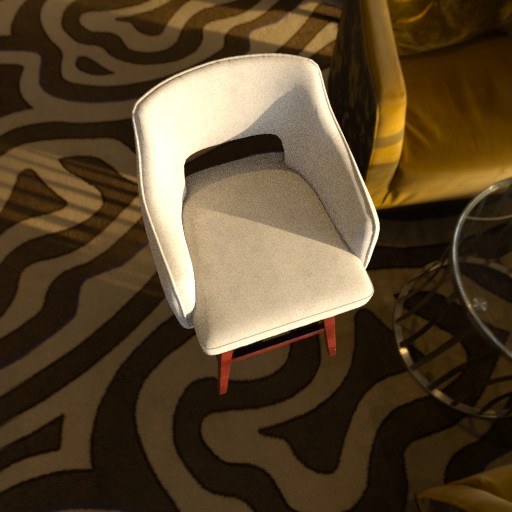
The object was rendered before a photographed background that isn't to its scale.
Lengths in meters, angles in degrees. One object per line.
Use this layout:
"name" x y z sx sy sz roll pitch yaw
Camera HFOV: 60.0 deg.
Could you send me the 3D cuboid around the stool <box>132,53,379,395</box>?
"stool" 0.000 0.000 1.348 0.548 1.012 0.558 -17 65 -8
